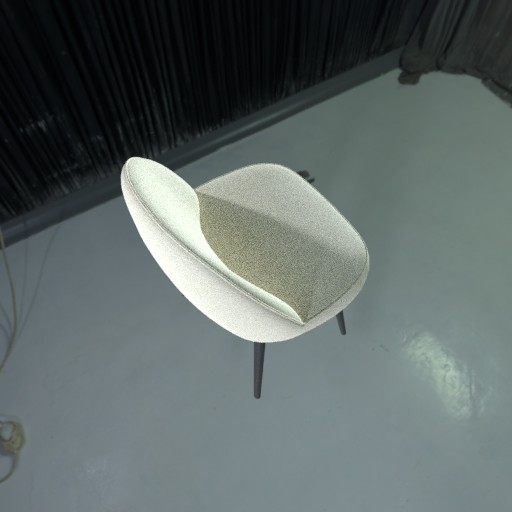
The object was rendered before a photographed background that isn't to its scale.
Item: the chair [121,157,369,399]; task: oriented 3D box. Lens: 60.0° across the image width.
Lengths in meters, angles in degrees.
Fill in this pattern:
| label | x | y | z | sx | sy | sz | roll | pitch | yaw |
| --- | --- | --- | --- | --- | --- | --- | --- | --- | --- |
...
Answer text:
| label | x | y | z | sx | sy | sz | roll | pitch | yaw |
| --- | --- | --- | --- | --- | --- | --- | --- | --- | --- |
| chair | 0.000 | 0.000 | 1.232 | 0.540 | 0.838 | 0.532 | -32 | 64 | -18 |
